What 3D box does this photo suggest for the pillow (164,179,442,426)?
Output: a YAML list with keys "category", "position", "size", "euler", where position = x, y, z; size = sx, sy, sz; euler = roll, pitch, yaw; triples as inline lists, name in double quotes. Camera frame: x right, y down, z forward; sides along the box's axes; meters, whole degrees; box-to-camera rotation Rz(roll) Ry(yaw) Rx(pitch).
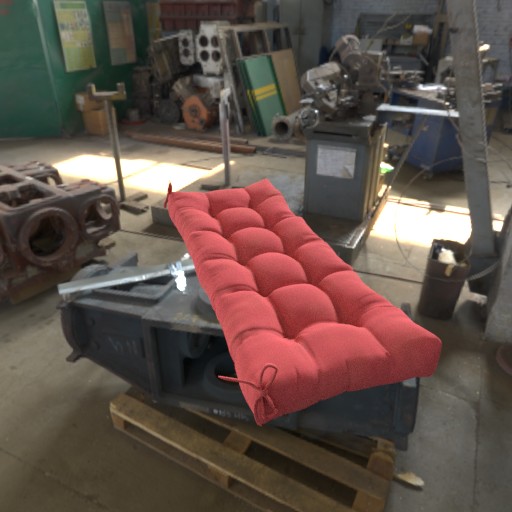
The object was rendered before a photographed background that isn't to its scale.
- category: "pillow"
  position: [0.000, 0.000, 1.383]
  size: [0.511, 0.174, 1.194]
  euler: [-9, 31, -16]
